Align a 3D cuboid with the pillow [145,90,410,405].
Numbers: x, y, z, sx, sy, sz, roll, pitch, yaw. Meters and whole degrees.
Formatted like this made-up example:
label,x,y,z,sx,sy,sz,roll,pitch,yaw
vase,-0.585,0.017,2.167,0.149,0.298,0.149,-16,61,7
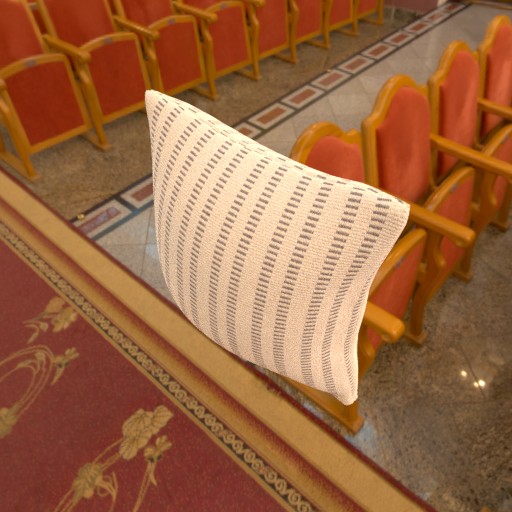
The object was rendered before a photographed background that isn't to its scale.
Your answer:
label,x,y,z,sx,sy,sz,roll,pitch,yaw
pillow,0.000,0.000,0.702,0.438,0.419,0.247,32,52,29
